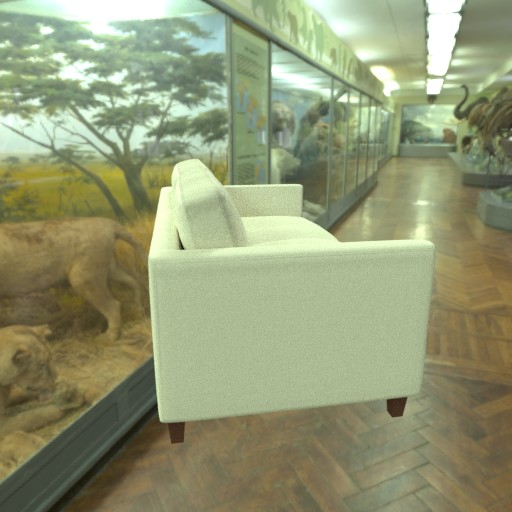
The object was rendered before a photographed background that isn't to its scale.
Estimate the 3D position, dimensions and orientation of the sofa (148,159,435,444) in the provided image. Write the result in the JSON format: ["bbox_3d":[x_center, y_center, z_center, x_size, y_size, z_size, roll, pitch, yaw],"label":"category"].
[{"bbox_3d":[0.000,0.000,2.223,0.964,0.888,1.702,-3,16,-10],"label":"sofa"}]
